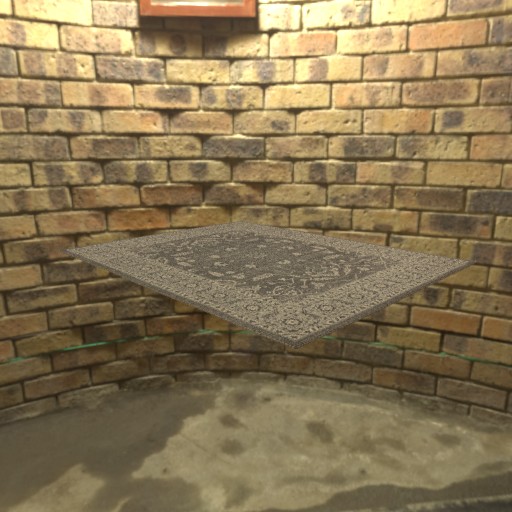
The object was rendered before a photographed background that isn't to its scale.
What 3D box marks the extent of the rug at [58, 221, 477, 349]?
[{"bbox_3d":[0.000,0.000,4.122,2.451,0.026,3.069,-14,19,-43],"label":"rug"}]
